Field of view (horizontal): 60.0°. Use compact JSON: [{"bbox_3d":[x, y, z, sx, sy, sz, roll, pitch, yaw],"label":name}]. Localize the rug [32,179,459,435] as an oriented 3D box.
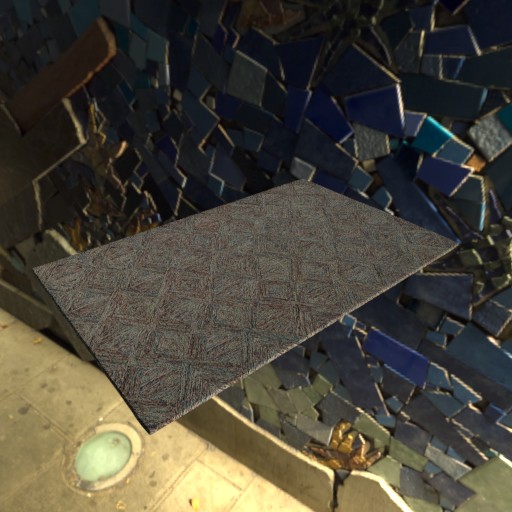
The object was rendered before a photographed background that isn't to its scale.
[{"bbox_3d":[0.000,0.000,2.148,1.761,0.014,1.143,-23,39,-33],"label":"rug"}]
